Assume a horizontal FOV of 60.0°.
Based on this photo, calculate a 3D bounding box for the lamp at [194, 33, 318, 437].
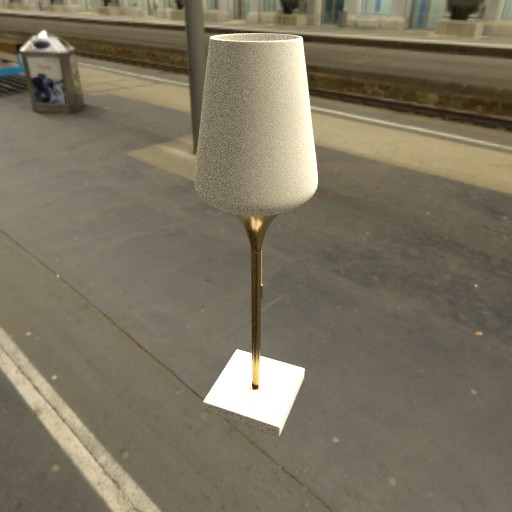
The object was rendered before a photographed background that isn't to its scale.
[{"bbox_3d":[0.000,0.000,0.719,0.181,0.639,0.181,12,33,19],"label":"lamp"}]
